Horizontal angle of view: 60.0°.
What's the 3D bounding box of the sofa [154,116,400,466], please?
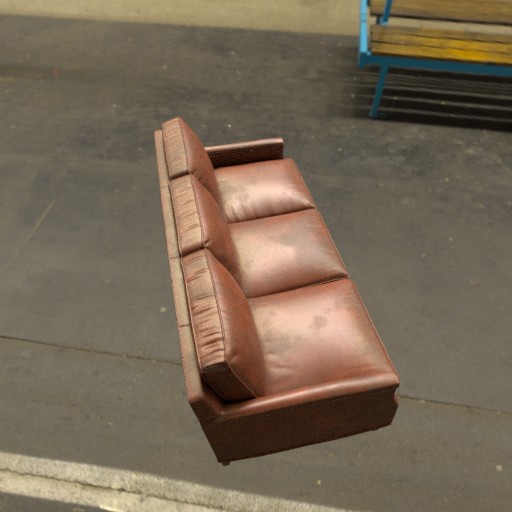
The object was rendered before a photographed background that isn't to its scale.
[{"bbox_3d":[0.000,0.000,2.885,1.084,1.003,2.240,-9,48,-9],"label":"sofa"}]
